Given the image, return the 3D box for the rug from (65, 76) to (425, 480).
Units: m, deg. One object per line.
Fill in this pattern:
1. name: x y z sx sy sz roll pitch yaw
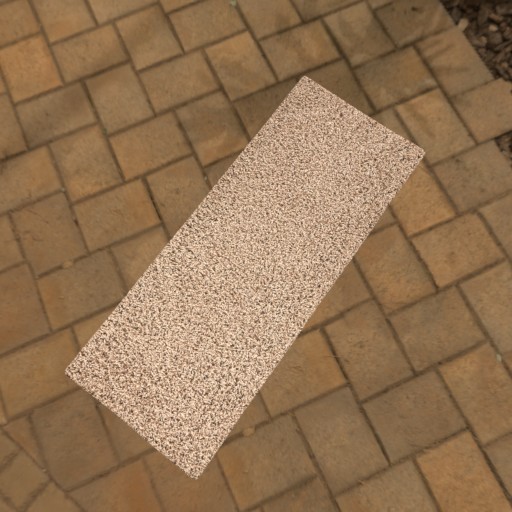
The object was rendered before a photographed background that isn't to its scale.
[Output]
1. rug: 0.000 0.000 1.708 0.609 0.030 1.524 35 79 8
